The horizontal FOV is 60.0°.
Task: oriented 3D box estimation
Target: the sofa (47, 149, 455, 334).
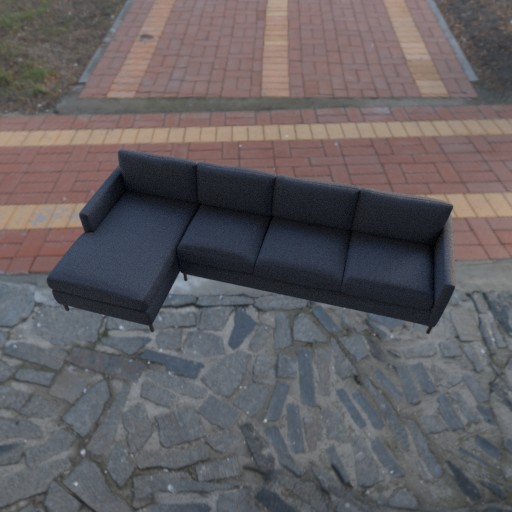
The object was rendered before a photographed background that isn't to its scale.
[{"bbox_3d":[0.000,0.000,2.906,2.445,0.673,1.125,11,48,10],"label":"sofa"}]
